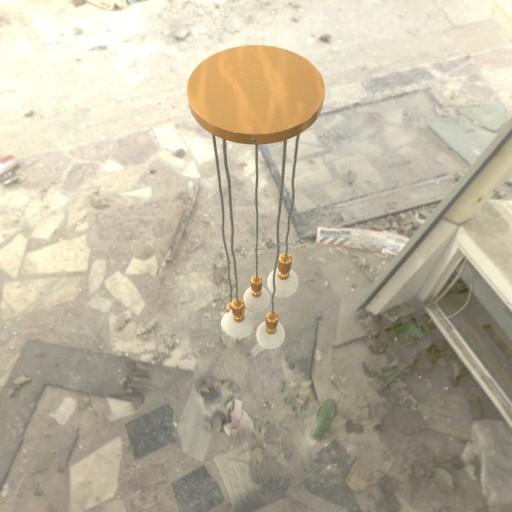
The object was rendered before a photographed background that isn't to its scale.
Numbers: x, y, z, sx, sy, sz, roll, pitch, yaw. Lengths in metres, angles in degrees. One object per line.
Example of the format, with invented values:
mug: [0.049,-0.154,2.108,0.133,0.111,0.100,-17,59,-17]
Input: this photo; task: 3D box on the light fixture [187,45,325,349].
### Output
light fixture: [0.000,0.000,0.504,0.108,0.457,0.105,1,58,1]
